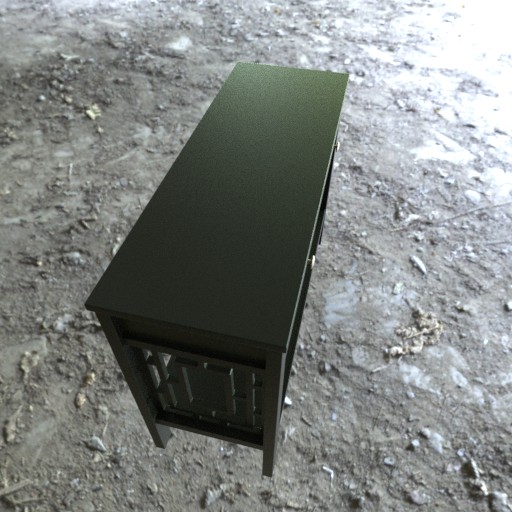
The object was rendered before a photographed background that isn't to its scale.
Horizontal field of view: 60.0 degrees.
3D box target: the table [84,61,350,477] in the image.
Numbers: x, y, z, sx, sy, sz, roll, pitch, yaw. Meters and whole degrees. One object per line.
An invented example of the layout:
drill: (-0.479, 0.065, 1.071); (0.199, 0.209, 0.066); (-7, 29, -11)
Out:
table: (0.000, 0.000, 1.421); (0.397, 0.753, 1.068); (10, 48, 9)
